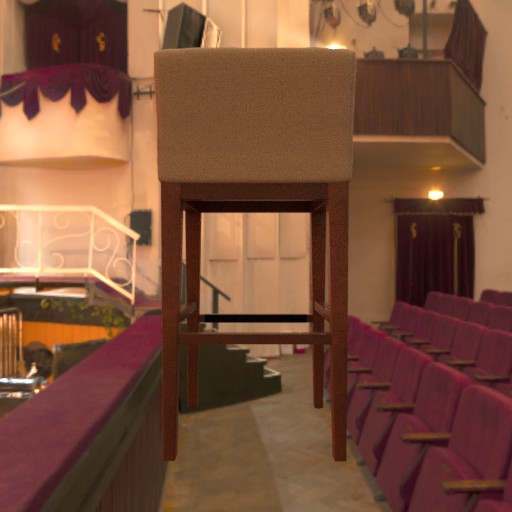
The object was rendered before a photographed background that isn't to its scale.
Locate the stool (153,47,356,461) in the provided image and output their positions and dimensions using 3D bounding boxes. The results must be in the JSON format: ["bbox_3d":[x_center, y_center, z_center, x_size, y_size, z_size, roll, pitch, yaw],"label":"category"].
[{"bbox_3d":[0.000,0.000,1.314,0.511,1.037,0.500,0,0,0],"label":"stool"}]
